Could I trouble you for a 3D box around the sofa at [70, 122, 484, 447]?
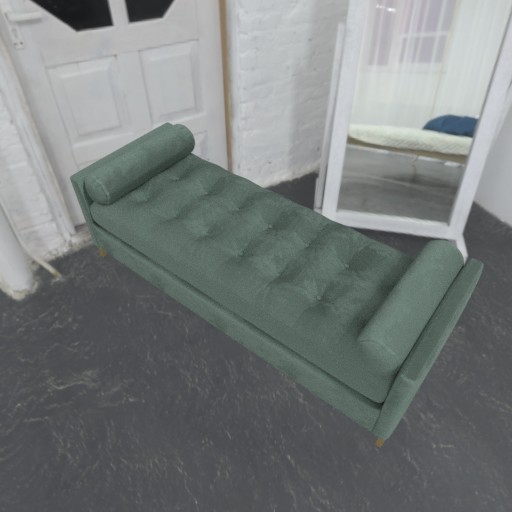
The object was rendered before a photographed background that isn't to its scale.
[{"bbox_3d":[0.000,0.000,2.478,2.102,0.705,0.796,29,53,25],"label":"sofa"}]
